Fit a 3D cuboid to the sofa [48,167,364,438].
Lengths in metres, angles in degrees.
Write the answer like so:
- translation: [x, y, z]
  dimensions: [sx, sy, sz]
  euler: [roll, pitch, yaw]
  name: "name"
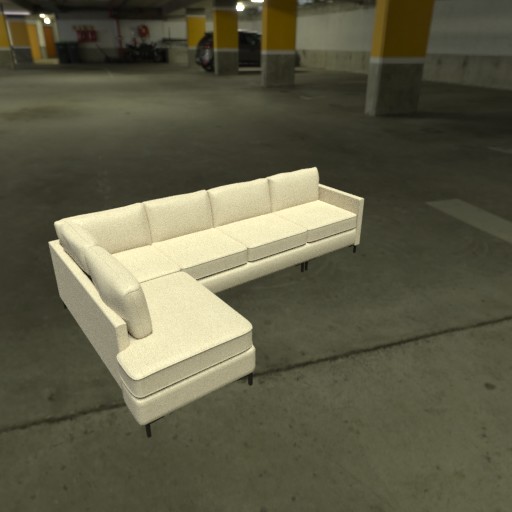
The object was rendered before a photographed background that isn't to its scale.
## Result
- translation: [0.000, 0.000, 4.365]
  dimensions: [3.384, 0.996, 2.048]
  euler: [-18, 31, -32]
  name: "sofa"
